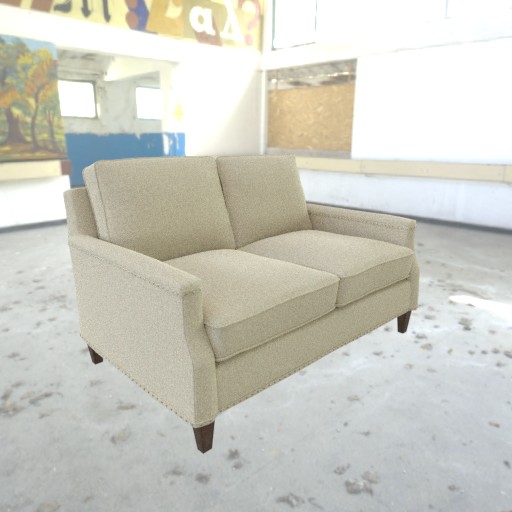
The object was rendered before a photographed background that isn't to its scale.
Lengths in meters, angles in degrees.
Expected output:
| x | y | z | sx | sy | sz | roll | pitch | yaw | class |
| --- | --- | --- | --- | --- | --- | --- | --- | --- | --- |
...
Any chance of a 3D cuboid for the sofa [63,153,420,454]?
| x | y | z | sx | sy | sz | roll | pitch | yaw | class |
| --- | --- | --- | --- | --- | --- | --- | --- | --- | --- |
| 0.000 | 0.000 | 2.297 | 1.597 | 1.003 | 1.084 | -14 | 21 | -42 | sofa |
